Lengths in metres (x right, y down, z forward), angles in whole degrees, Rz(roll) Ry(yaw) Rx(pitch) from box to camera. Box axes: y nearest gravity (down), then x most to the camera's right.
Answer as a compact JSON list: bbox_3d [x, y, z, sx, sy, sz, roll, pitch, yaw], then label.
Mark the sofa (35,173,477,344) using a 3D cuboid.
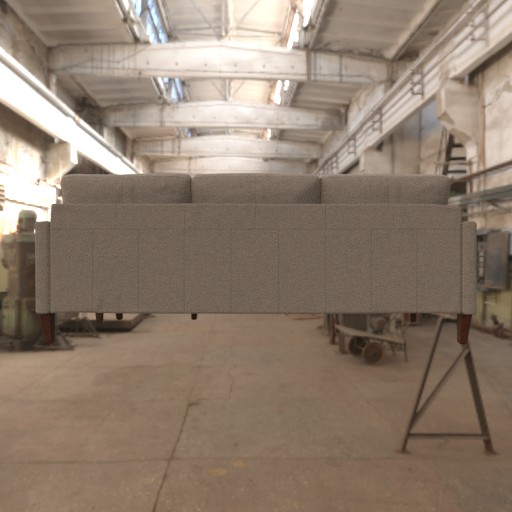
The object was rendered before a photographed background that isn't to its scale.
[{"bbox_3d":[0.000,0.000,2.909,2.178,0.875,1.506,0,0,0],"label":"sofa"}]
